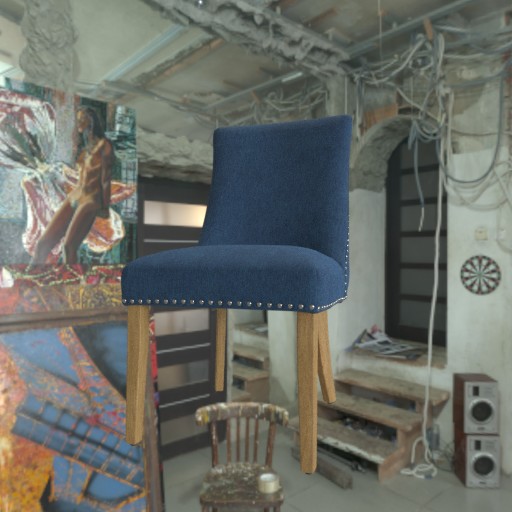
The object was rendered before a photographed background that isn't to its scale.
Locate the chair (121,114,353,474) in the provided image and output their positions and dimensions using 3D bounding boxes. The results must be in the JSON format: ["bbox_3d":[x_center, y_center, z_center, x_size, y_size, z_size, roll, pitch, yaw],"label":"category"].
[{"bbox_3d":[0.000,0.000,1.248,0.495,0.902,0.610,0,0,19],"label":"chair"}]
